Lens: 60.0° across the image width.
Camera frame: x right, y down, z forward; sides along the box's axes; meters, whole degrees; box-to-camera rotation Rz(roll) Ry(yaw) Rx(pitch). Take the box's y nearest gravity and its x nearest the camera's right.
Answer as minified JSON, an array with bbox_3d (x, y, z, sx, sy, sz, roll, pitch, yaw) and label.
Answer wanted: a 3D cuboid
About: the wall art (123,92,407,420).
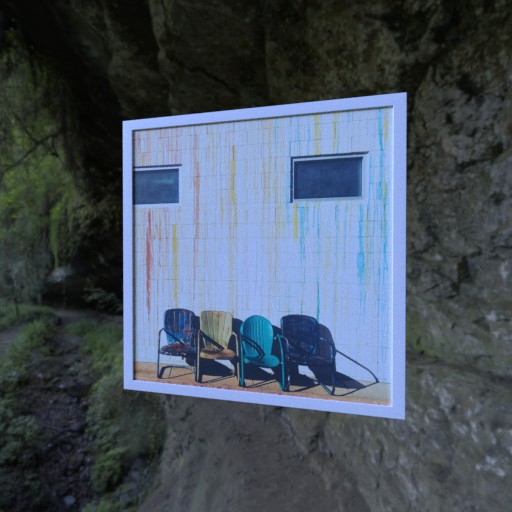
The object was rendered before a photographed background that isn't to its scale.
[{"bbox_3d":[0.000,0.000,0.476,0.305,0.305,0.038,0,1,18],"label":"wall art"}]
